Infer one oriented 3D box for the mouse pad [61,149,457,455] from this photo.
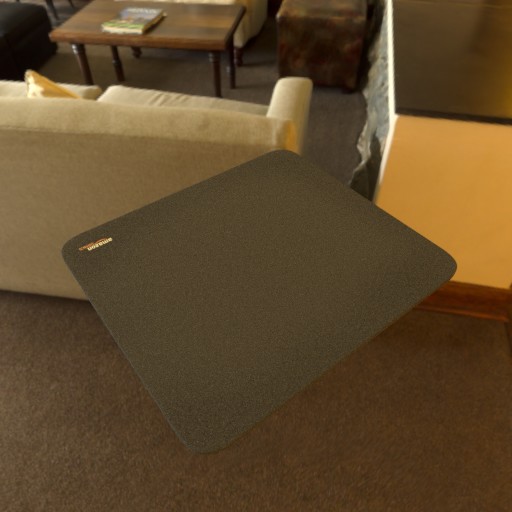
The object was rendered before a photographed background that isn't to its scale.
[{"bbox_3d":[0.000,0.000,0.328,0.229,0.003,0.203,-29,52,-25],"label":"mouse pad"}]
